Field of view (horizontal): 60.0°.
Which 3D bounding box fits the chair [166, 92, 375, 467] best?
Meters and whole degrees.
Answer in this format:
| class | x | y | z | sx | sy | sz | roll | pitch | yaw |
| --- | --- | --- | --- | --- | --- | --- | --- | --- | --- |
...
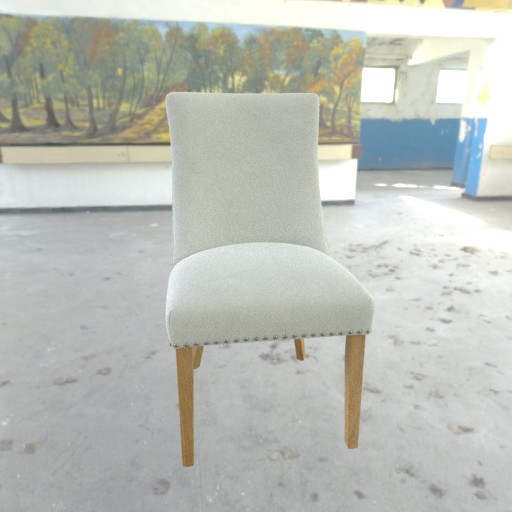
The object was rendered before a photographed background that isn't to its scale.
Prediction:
| class | x | y | z | sx | sy | sz | roll | pitch | yaw |
| --- | --- | --- | --- | --- | --- | --- | --- | --- | --- |
| chair | 0.000 | 0.000 | 1.263 | 0.495 | 0.902 | 0.610 | -3 | 17 | -8 |
